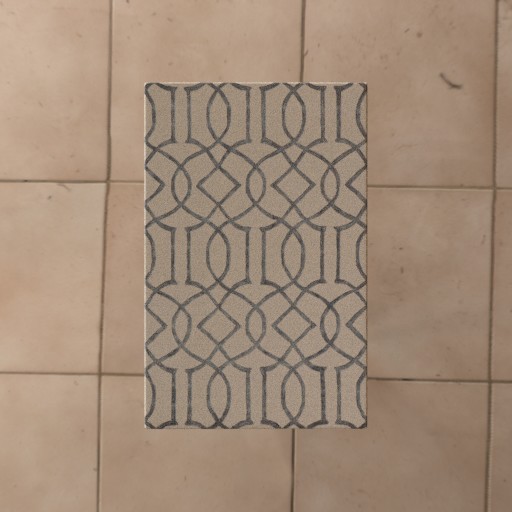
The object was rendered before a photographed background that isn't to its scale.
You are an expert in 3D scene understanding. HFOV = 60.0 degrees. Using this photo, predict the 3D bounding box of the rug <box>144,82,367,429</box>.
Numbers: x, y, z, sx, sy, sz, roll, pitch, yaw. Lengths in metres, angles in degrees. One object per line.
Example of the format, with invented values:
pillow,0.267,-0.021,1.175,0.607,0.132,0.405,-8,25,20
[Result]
rug,0.000,0.000,3.027,1.521,0.017,2.365,0,90,0
